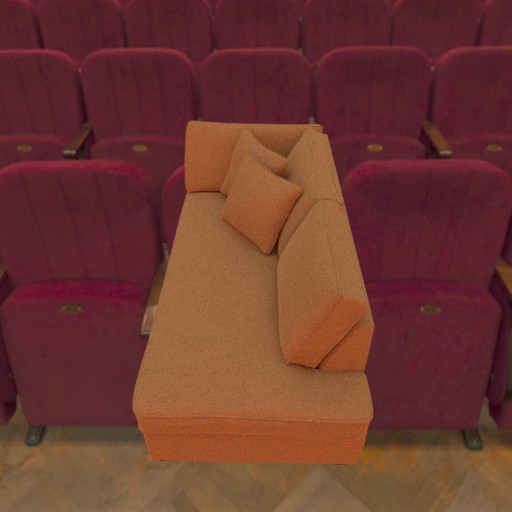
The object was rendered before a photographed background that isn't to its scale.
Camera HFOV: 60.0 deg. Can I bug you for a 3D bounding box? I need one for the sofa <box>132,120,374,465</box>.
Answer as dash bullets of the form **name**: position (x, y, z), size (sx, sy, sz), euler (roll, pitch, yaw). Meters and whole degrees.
- **sofa**: position (0.000, 0.000, 2.795), size (1.110, 1.033, 2.237), euler (1, 40, 1)
